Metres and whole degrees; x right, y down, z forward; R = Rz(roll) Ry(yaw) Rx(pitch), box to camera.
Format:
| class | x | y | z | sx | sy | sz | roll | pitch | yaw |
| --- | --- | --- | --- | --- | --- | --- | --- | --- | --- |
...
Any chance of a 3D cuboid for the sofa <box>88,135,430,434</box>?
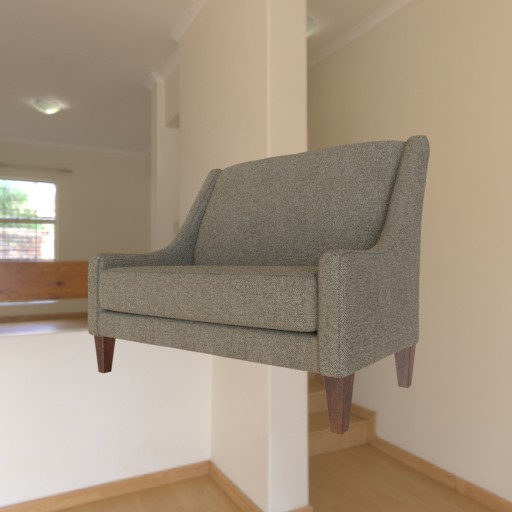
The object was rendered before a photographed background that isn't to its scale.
| class | x | y | z | sx | sy | sz | roll | pitch | yaw |
| --- | --- | --- | --- | --- | --- | --- | --- | --- | --- |
| sofa | 0.000 | 0.000 | 1.903 | 1.242 | 1.021 | 0.870 | 0 | -1 | 37 |
